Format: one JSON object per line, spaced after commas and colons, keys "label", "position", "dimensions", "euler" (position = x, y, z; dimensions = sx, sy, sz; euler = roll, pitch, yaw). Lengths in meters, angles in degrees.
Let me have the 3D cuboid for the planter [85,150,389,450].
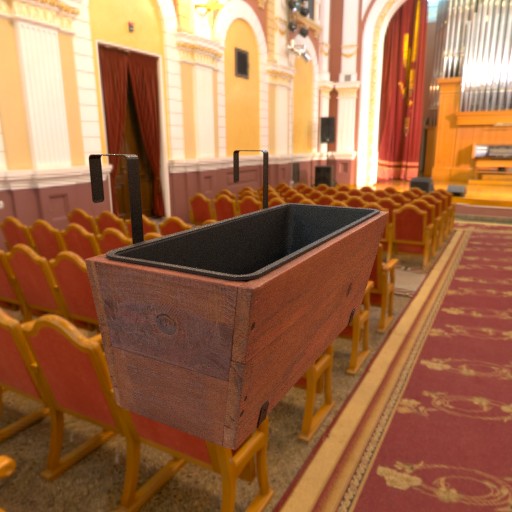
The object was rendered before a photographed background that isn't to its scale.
{"label": "planter", "position": [0.000, 0.000, 0.637], "dimensions": [0.262, 0.289, 0.480], "euler": [8, 16, 28]}
